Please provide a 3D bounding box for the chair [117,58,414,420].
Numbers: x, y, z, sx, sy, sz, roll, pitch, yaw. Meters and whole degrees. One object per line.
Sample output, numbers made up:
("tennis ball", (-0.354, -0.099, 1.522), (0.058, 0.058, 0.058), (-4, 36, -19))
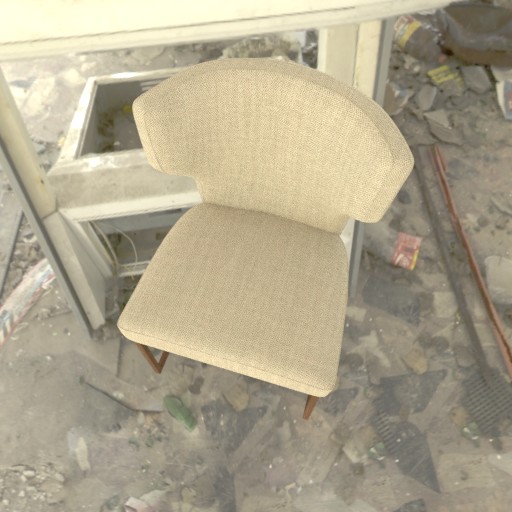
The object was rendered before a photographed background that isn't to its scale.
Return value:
("chair", (0.000, 0.000, 1.216), (0.611, 0.824, 0.617), (15, 61, 8))
